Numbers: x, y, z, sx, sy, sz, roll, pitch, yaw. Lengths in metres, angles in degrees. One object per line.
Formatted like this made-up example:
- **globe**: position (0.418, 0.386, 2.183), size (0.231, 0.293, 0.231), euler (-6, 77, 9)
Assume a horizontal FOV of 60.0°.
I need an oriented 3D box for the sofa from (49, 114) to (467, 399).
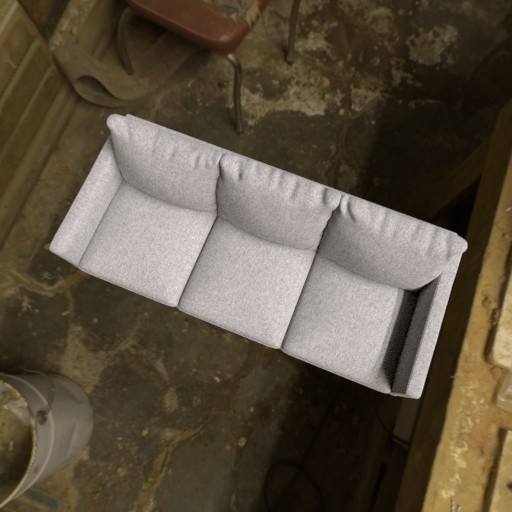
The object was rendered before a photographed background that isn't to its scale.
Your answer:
- **sofa**: position (0.000, 0.000, 2.437), size (2.000, 0.830, 0.850), euler (21, 76, 5)
